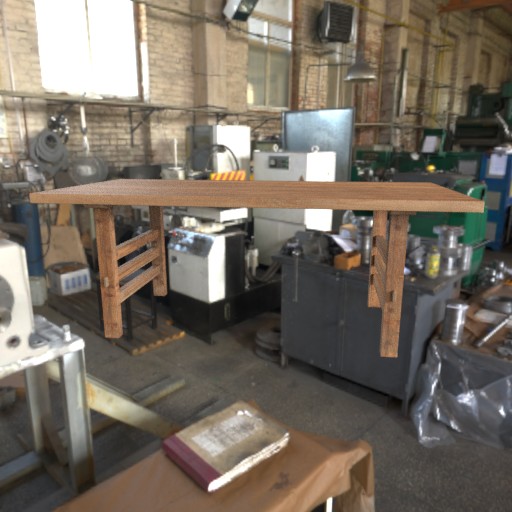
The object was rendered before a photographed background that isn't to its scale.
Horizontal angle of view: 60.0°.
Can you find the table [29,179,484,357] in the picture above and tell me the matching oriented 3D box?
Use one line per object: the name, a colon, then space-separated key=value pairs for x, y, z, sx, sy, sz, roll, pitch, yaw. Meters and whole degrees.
table: x=0.000 y=0.000 z=2.471 sx=2.003 sy=0.760 sz=0.952 roll=2 pitch=14 yaw=9
